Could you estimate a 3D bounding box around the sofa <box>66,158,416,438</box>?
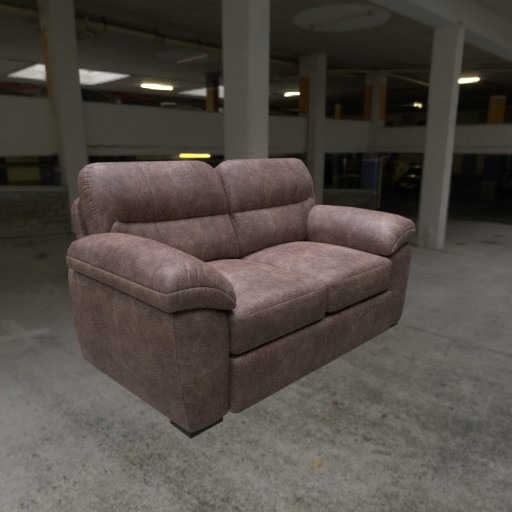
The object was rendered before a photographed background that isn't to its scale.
[{"bbox_3d":[0.000,0.000,2.368,1.753,0.991,0.991,-13,19,-43],"label":"sofa"}]
